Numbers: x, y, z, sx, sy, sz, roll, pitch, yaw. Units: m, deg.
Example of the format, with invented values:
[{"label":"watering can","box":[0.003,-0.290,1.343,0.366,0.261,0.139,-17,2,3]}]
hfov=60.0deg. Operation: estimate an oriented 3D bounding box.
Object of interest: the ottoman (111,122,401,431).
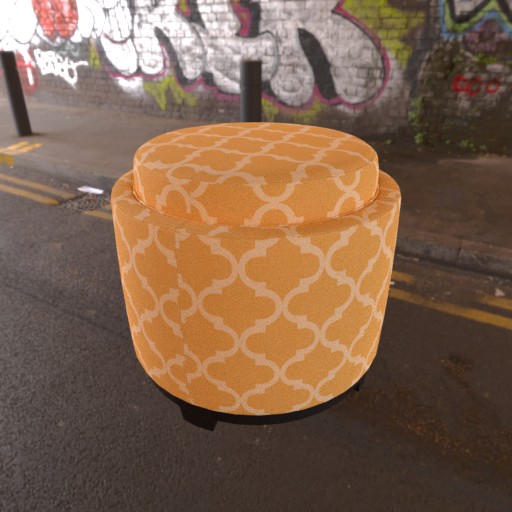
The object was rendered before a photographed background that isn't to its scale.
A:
[{"label":"ottoman","box":[0.000,0.000,0.815,0.480,0.429,0.480,0,27,0]}]
